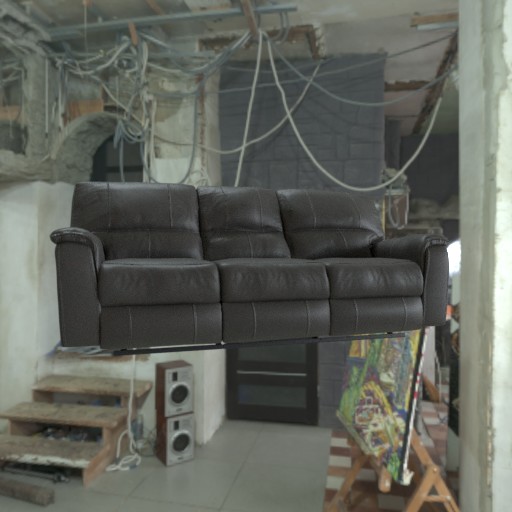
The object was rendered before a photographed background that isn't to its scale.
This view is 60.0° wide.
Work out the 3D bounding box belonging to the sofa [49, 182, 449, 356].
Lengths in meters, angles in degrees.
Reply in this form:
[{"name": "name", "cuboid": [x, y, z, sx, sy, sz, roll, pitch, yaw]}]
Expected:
[{"name": "sofa", "cuboid": [0.000, 0.000, 3.203, 2.627, 1.134, 1.104, 0, 0, -18]}]
